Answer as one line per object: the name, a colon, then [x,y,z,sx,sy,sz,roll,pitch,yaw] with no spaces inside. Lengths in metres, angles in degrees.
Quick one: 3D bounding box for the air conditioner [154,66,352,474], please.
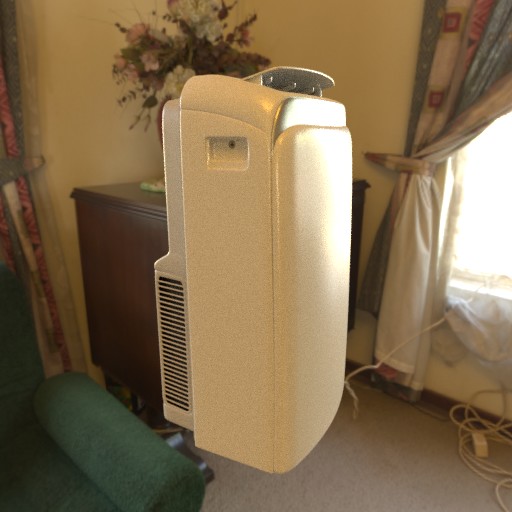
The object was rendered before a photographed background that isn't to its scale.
air conditioner: [0.000,0.000,1.040,0.414,0.786,0.449,8,17,25]
